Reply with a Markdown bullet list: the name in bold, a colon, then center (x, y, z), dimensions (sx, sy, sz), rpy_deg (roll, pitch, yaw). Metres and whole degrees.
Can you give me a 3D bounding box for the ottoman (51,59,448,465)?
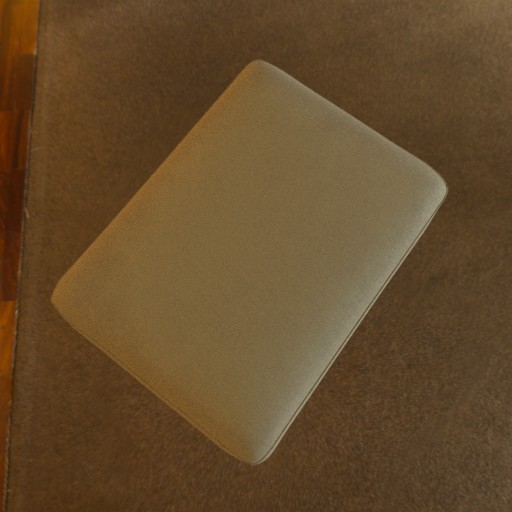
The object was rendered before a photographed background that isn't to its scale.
- **ottoman**: center (0.000, 0.000, 1.166), dimensions (0.608, 0.449, 0.811), rpy_deg (36, 79, 8)
